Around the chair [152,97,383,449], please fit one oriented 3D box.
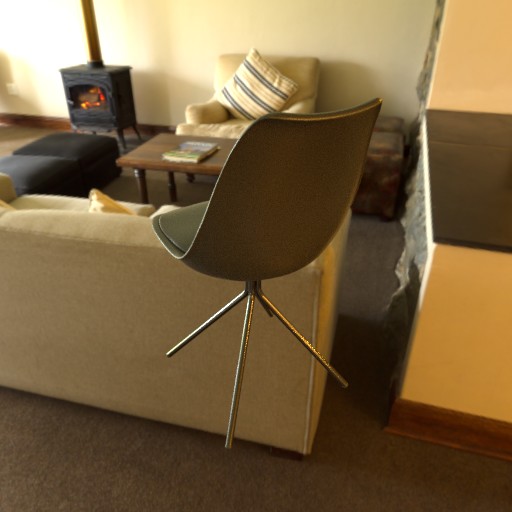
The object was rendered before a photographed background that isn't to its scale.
[{"bbox_3d":[0.000,0.000,1.160,0.461,0.850,0.525,-17,35,-27],"label":"chair"}]
